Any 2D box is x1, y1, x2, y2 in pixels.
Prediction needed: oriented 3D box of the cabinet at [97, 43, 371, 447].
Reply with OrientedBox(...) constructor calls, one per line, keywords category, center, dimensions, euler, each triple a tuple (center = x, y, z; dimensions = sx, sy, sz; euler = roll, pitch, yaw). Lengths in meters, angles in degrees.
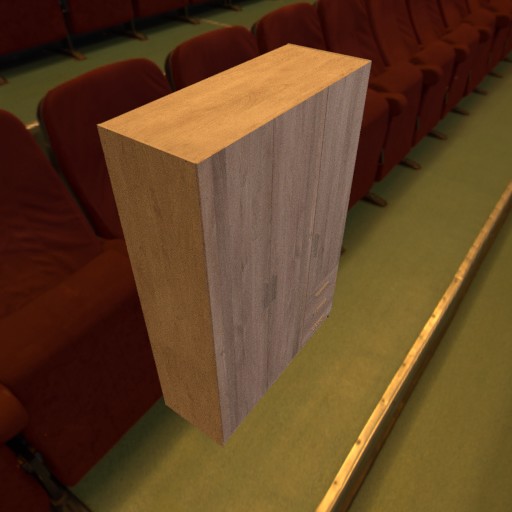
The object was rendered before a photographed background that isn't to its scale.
OrientedBox(category="cabinet", center=(0.000, 0.000, 2.538), dimensions=(0.510, 1.910, 1.290), euler=(26, 47, 27))
